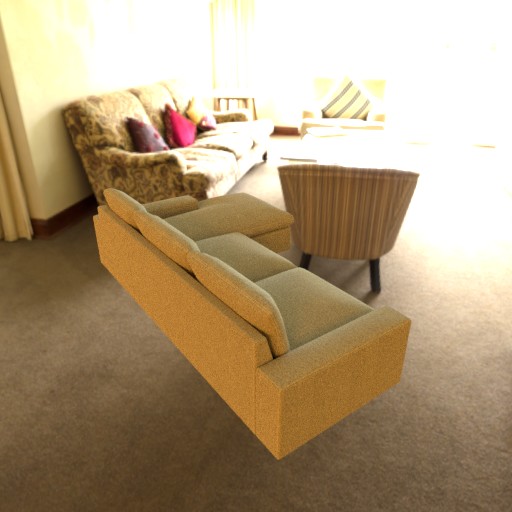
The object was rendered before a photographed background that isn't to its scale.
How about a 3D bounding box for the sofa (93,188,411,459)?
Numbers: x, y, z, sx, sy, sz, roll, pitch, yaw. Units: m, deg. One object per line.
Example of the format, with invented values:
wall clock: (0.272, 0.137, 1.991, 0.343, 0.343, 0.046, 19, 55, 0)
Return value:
sofa: (0.000, 0.000, 3.521, 1.689, 0.813, 2.718, -18, 32, -32)
